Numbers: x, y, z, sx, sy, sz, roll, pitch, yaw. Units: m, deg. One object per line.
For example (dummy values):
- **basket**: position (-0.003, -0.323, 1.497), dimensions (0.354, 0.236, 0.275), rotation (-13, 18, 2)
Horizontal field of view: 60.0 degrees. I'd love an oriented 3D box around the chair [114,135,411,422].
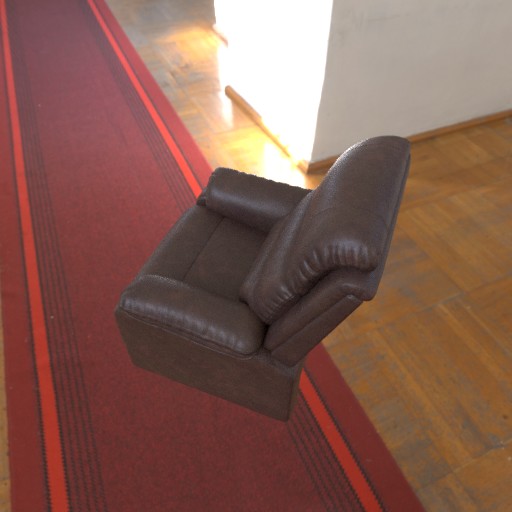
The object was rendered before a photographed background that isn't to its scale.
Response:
- **chair**: position (0.000, 0.000, 1.714), dimensions (0.919, 0.992, 0.855), rotation (16, 49, 14)
